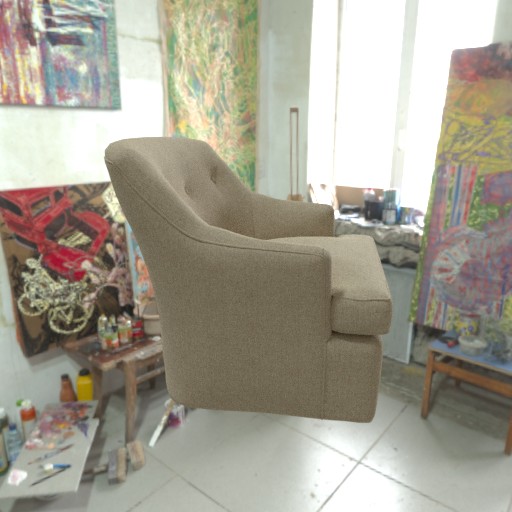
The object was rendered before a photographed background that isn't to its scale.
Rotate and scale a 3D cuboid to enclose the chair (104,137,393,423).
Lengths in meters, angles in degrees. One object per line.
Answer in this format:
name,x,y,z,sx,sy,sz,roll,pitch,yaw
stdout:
chair,0.000,0.000,1.655,0.923,0.856,0.864,3,16,10
